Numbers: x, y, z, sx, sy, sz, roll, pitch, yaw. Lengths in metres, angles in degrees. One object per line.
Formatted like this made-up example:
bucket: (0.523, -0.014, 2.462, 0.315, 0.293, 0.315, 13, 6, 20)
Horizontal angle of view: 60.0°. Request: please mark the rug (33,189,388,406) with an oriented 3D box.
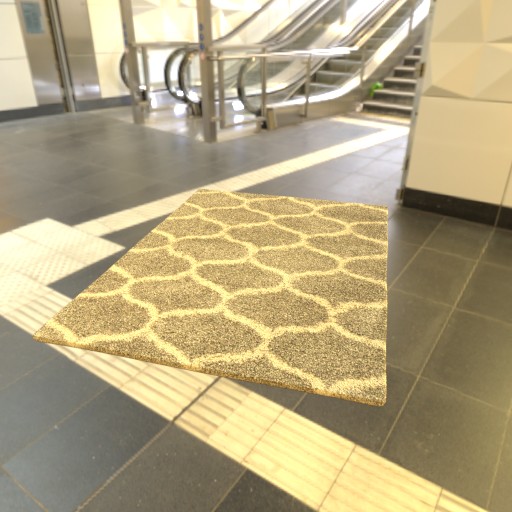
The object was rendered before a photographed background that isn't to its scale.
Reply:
rug: (0.000, 0.000, 2.092, 1.200, 0.025, 1.600, 7, 29, 13)
